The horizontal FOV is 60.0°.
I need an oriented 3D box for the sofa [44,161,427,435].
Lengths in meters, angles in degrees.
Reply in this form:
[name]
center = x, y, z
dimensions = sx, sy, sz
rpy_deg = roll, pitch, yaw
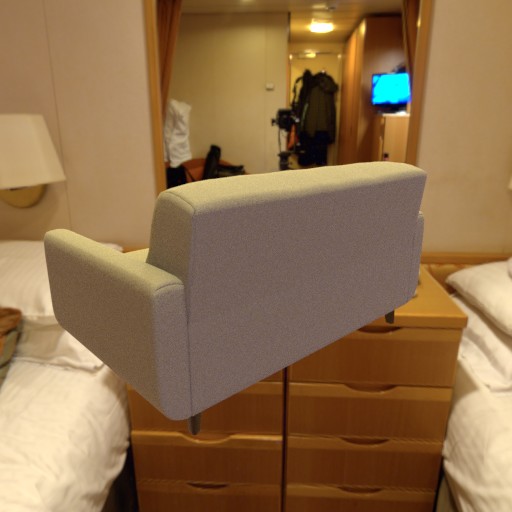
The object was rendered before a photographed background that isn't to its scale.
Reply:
[sofa]
center = 0.000, 0.000, 2.170
dimensions = 1.655, 0.892, 0.980
rpy_deg = -15, 23, -41
